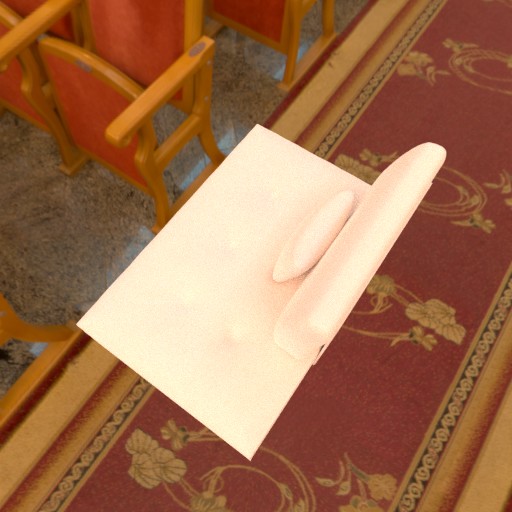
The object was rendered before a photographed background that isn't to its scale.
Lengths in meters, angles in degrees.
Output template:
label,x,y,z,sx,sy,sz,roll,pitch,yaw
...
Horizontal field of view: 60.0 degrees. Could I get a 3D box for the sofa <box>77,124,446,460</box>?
label,x,y,z,sx,sy,sz,roll,pitch,yaw
sofa,0.000,0.000,2.074,1.000,0.820,1.450,32,69,14
